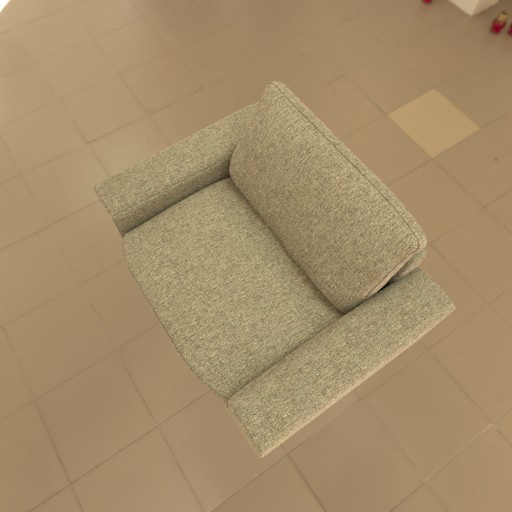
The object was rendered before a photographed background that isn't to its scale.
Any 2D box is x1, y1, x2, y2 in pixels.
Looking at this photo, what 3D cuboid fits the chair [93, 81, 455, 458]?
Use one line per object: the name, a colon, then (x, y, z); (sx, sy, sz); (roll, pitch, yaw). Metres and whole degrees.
chair: (0.000, 0.000, 2.022); (1.039, 0.915, 1.398); (-32, 68, -14)
